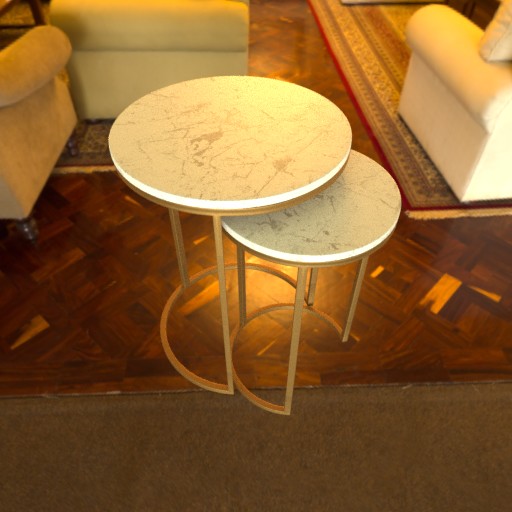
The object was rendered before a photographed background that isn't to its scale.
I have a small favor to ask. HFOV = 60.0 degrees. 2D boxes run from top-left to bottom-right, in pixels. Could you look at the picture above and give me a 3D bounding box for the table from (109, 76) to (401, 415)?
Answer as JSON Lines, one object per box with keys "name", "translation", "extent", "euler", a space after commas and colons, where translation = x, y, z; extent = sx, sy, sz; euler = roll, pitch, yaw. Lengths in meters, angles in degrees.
{"name": "table", "translation": [0.000, 0.000, 0.915], "extent": [0.507, 0.550, 0.400], "euler": [30, 52, 26]}
